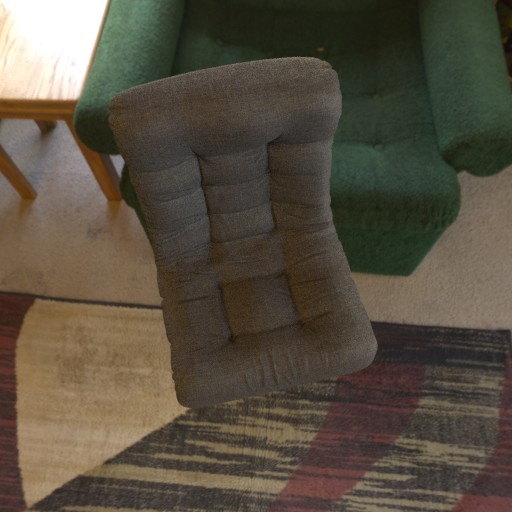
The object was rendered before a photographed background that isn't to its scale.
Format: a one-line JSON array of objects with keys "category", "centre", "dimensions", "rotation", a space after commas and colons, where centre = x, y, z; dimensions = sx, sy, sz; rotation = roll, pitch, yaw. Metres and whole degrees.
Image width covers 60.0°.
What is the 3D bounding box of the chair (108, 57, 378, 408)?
[{"category": "chair", "centre": [0.000, 0.000, 1.225], "dimensions": [0.597, 0.749, 0.668], "rotation": [-12, 65, -6]}]
